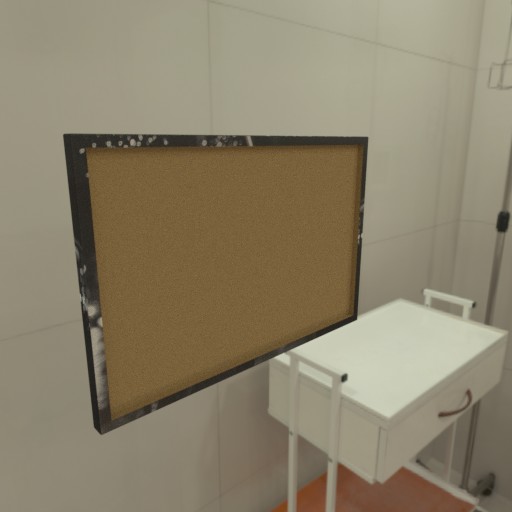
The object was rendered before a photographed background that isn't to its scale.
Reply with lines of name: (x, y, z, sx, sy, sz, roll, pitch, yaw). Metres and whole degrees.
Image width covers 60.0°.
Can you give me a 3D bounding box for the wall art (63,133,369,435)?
wall art: (0.000, 0.000, 1.162, 0.914, 0.609, 0.038, -13, 19, -41)
